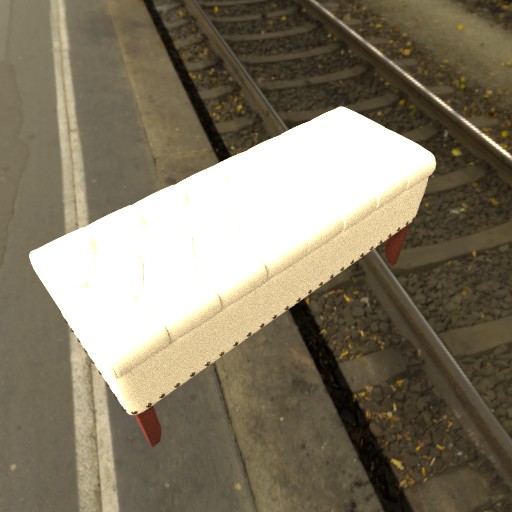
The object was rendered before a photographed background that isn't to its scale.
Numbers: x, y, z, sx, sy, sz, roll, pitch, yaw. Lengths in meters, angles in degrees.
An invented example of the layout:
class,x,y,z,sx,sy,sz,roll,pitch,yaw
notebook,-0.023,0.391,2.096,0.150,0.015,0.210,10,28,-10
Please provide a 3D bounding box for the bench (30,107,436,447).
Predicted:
class,x,y,z,sx,sy,sz,roll,pitch,yaw
bench,0.000,0.000,1.294,1.054,0.470,0.400,-31,54,-26
